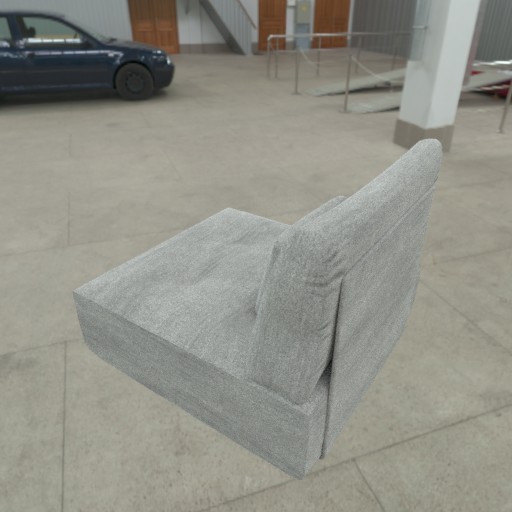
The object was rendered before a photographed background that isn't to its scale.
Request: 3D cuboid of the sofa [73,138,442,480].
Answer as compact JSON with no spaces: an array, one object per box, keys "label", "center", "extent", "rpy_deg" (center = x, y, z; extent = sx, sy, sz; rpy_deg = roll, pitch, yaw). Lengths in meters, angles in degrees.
[{"label":"sofa","center":[0.000,0.000,1.653],"extent":[1.000,0.820,0.930],"rpy_deg":[19,35,30]}]
